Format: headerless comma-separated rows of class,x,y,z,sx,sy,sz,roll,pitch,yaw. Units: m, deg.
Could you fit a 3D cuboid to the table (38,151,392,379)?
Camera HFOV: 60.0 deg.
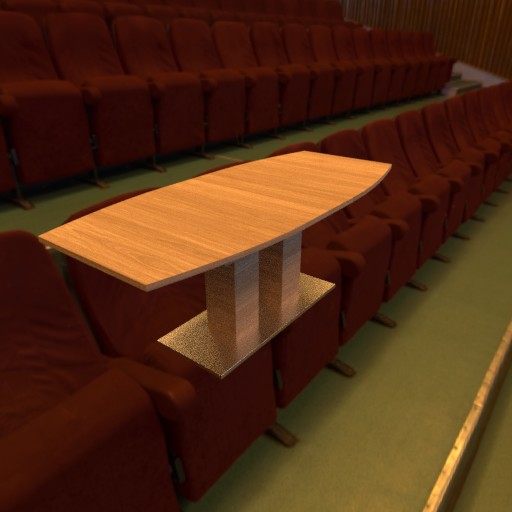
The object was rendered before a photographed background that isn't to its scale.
table,0.000,0.000,2.500,0.900,0.750,2.032,18,31,33
